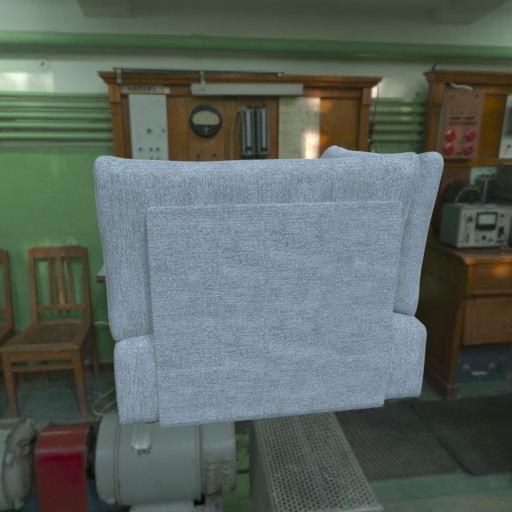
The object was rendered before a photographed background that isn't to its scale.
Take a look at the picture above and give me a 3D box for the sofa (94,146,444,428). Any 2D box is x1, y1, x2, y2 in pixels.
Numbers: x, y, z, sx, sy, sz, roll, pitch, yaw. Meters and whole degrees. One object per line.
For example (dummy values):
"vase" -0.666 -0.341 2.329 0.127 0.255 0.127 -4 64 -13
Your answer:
"sofa" 0.000 0.000 1.732 1.000 0.820 1.000 -2 15 -9
